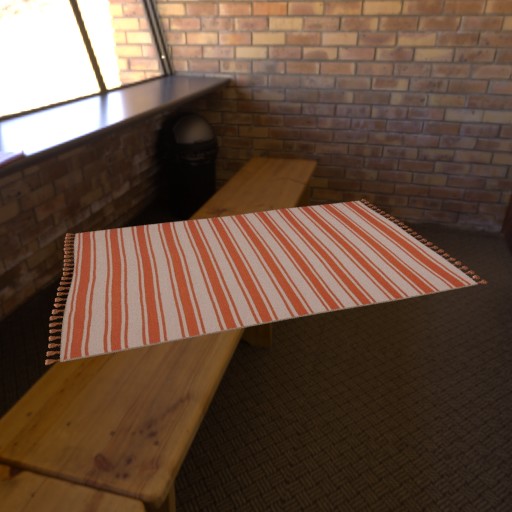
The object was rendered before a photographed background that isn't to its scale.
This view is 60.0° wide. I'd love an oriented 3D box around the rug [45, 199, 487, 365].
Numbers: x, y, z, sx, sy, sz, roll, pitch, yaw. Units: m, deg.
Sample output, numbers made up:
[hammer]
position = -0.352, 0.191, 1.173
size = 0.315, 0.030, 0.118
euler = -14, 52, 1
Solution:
[rug]
position = 0.000, 0.000, 2.488
size = 2.092, 0.017, 1.232
euler = -8, 29, -15
